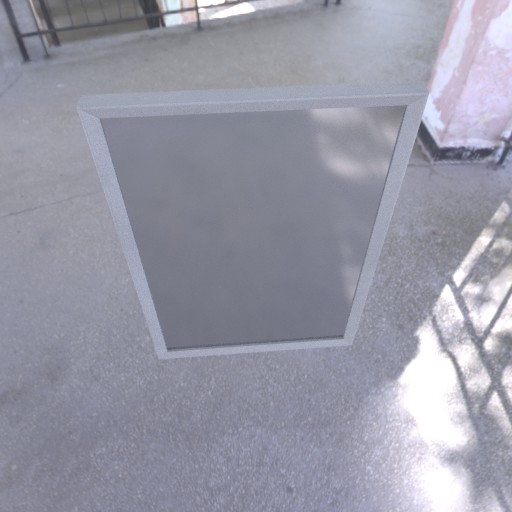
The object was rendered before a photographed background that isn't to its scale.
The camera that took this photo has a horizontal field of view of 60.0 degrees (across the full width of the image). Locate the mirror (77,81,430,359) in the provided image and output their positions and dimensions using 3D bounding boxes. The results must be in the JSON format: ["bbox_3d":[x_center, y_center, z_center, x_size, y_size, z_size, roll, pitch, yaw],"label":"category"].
[{"bbox_3d":[0.000,0.000,0.910,0.507,0.710,0.039,-4,48,-3],"label":"mirror"}]
